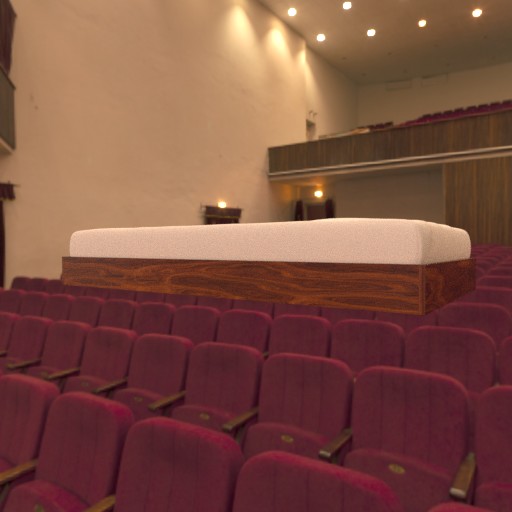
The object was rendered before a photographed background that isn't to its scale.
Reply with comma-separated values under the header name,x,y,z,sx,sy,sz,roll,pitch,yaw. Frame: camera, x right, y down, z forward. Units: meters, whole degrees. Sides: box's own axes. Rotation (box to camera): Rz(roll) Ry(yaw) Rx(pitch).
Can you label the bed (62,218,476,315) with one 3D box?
name,x,y,z,sx,sy,sz,roll,pitch,yaw
bed,0.000,0.000,2.220,1.860,0.312,0.940,1,1,35
